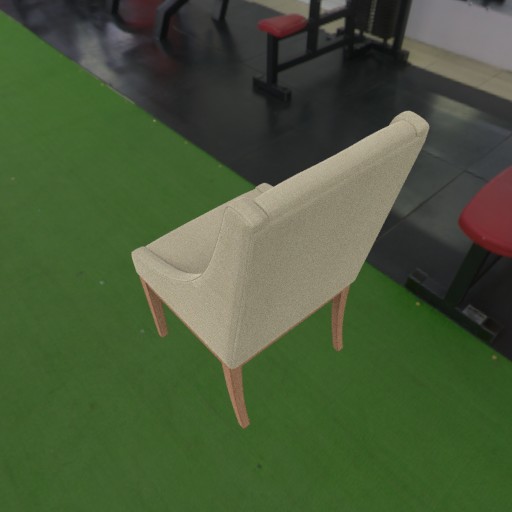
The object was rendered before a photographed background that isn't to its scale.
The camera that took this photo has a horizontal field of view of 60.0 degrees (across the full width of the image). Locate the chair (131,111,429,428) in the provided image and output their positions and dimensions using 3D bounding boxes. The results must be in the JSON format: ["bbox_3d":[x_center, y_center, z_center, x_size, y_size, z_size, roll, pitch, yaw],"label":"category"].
[{"bbox_3d":[0.000,0.000,1.399,0.575,1.021,0.611,-31,54,-26],"label":"chair"}]
